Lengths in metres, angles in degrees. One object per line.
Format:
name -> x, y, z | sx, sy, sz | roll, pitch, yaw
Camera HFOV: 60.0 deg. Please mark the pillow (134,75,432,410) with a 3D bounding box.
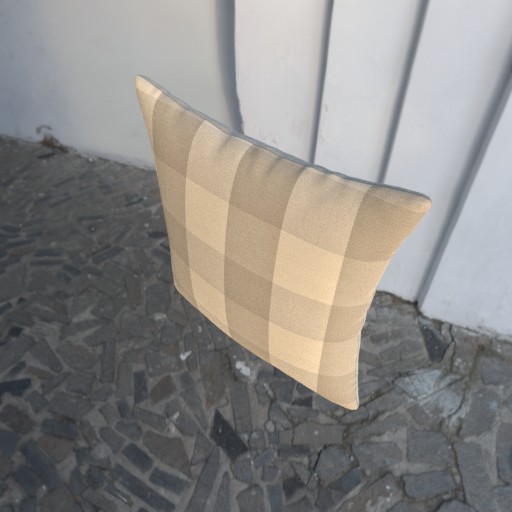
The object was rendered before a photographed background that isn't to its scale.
pillow -> 0.000, 0.000, 0.785 | 0.511, 0.509, 0.161 | 31, 53, 27
